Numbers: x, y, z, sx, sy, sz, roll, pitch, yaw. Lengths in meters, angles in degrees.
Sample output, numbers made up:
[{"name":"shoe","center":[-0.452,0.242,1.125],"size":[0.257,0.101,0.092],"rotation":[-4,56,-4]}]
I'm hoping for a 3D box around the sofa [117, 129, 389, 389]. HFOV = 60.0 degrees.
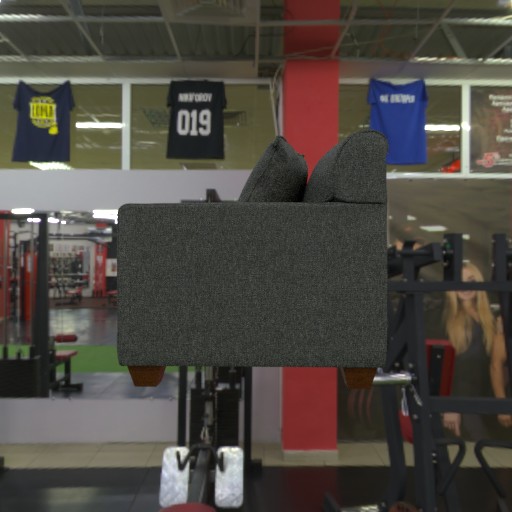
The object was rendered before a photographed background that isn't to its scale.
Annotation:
[{"name":"sofa","center":[0.000,0.000,2.453],"size":[0.998,0.958,1.846],"rotation":[0,-1,2]}]
